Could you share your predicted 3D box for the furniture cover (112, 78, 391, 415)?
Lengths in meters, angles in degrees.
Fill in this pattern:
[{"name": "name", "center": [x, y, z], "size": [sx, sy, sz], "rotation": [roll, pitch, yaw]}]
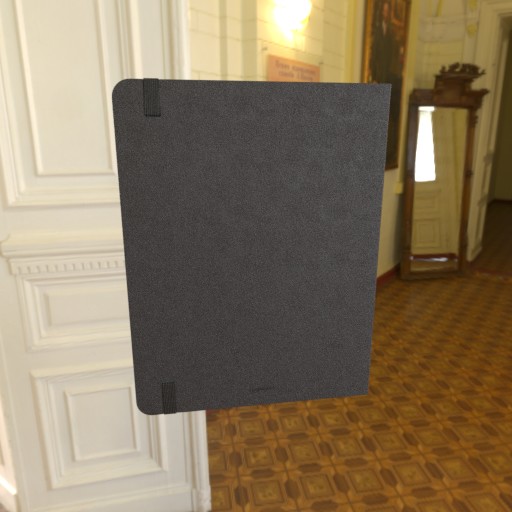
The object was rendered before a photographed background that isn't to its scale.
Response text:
[{"name": "furniture cover", "center": [0.000, 0.000, 0.382], "size": [0.216, 0.281, 0.023], "rotation": [-2, 15, -9]}]
